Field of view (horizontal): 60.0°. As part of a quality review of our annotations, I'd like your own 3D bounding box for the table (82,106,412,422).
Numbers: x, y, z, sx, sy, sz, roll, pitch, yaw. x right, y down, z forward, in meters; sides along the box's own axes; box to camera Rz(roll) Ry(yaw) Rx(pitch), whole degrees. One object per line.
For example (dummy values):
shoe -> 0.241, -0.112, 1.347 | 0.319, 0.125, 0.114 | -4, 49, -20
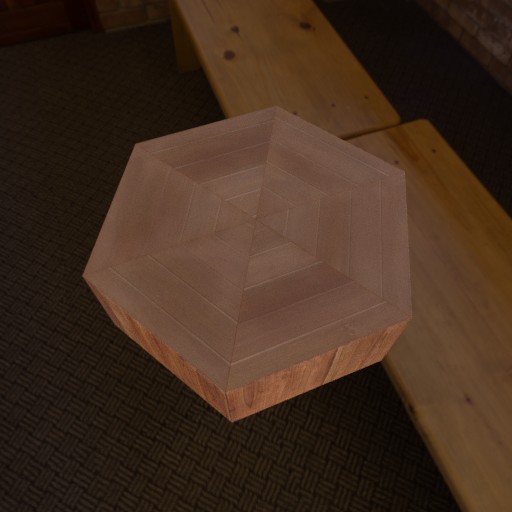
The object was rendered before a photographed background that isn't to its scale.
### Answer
table -> 0.000, 0.000, 1.673 | 1.154, 0.456, 1.000 | 33, 64, 19
